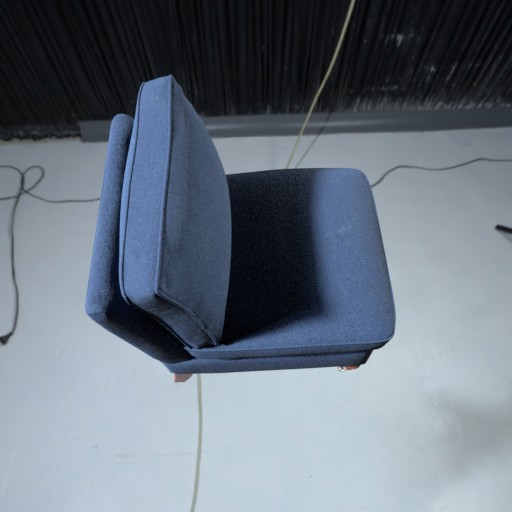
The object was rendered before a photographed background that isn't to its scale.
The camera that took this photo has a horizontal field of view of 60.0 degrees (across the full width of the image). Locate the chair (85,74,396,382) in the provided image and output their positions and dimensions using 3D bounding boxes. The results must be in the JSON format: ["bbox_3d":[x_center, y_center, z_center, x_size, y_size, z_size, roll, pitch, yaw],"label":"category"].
[{"bbox_3d":[0.000,0.000,1.617,0.912,1.052,0.724,-2,63,-1],"label":"chair"}]
